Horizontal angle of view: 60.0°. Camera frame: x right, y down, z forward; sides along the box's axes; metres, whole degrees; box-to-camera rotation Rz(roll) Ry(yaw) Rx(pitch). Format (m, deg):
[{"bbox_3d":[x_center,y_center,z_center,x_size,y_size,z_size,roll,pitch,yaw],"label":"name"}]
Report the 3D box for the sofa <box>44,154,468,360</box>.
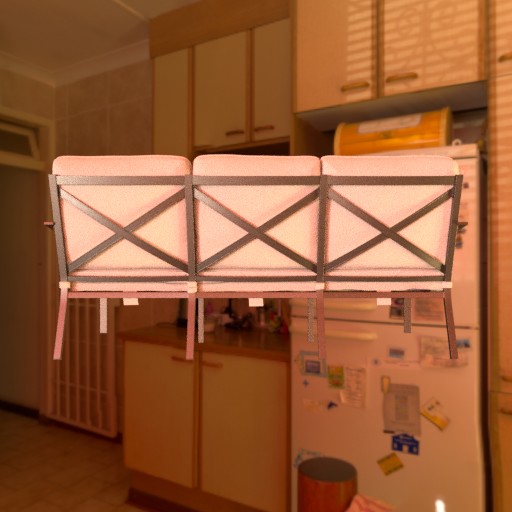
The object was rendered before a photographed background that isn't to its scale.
[{"bbox_3d":[0.000,0.000,2.158,1.740,0.860,0.787,0,0,0],"label":"sofa"}]
